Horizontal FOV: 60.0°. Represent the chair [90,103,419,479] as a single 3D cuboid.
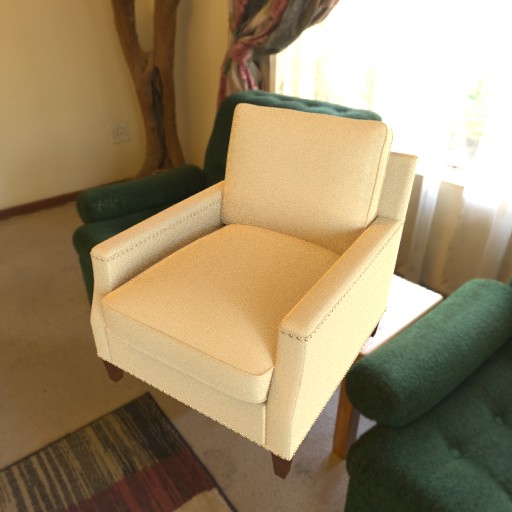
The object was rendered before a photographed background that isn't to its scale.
[{"bbox_3d":[0.000,0.000,1.687,0.853,0.943,1.014,18,34,28],"label":"chair"}]
